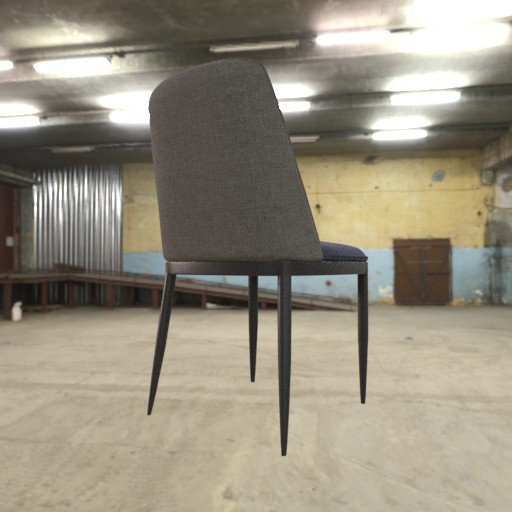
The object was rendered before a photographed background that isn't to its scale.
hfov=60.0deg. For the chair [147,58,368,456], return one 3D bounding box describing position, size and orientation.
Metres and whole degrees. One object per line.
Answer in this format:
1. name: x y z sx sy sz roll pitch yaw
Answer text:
1. chair: 0.000 0.000 1.218 0.488 0.855 0.550 -1 -2 37
